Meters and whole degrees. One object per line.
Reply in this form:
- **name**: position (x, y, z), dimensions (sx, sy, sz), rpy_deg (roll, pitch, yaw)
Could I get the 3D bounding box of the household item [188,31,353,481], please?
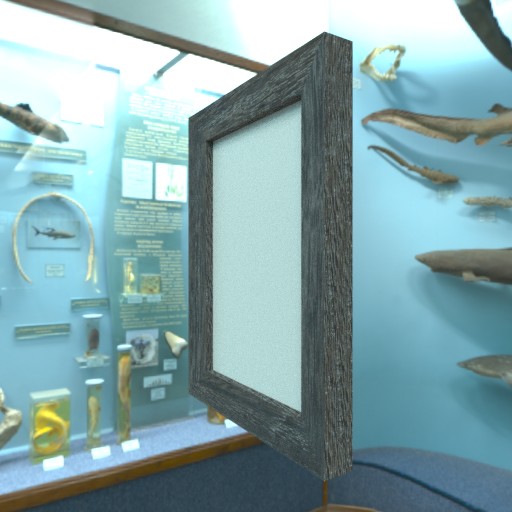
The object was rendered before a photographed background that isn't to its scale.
- **household item**: position (0.000, 0.000, 0.239), dimensions (0.020, 0.180, 0.133), rpy_deg (0, 0, -32)
